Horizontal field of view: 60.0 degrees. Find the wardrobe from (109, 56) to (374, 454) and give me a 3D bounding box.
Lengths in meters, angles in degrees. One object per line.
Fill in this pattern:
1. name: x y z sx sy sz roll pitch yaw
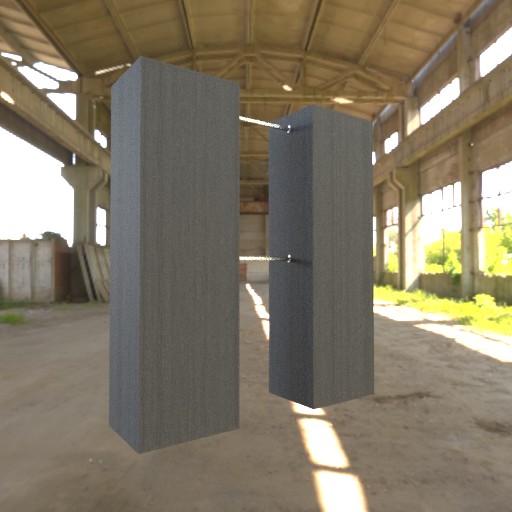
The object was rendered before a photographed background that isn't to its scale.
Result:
1. wardrobe: 0.000 0.000 2.931 1.770 2.000 0.480 1 -1 -35
